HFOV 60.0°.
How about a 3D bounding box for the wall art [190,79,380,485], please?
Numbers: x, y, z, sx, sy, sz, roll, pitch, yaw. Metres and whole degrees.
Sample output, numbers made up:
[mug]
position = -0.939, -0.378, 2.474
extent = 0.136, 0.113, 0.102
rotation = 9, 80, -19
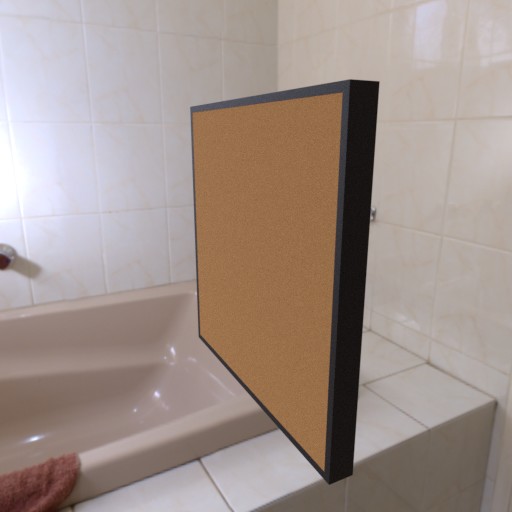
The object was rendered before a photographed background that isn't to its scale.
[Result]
[wall art]
position = 0.000, 0.000, 0.755
extent = 0.040, 0.509, 0.509
rotation = -8, 17, -26
